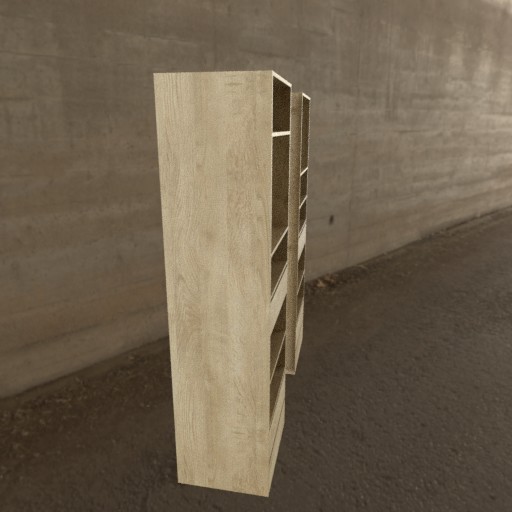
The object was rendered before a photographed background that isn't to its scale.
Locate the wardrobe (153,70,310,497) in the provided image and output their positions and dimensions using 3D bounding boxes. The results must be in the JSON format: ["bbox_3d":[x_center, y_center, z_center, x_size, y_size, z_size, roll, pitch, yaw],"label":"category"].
[{"bbox_3d":[0.000,0.000,2.836,0.480,2.000,1.770,3,17,11],"label":"wardrobe"}]
